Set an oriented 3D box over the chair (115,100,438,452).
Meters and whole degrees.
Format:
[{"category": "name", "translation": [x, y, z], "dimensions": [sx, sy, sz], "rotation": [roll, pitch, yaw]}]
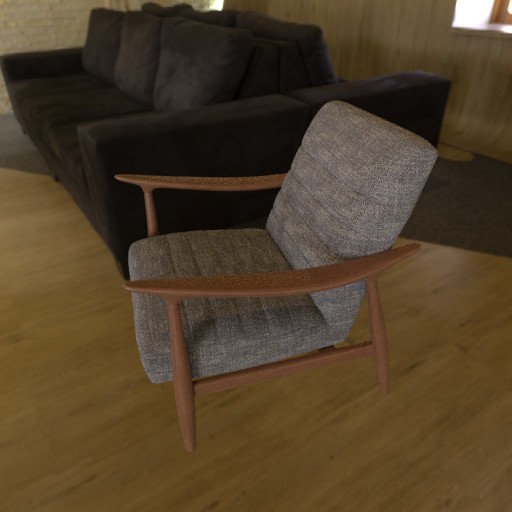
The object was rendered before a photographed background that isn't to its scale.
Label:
[{"category": "chair", "translation": [0.000, 0.000, 1.419], "dimensions": [0.798, 0.832, 0.741], "rotation": [-9, 33, -14]}]
